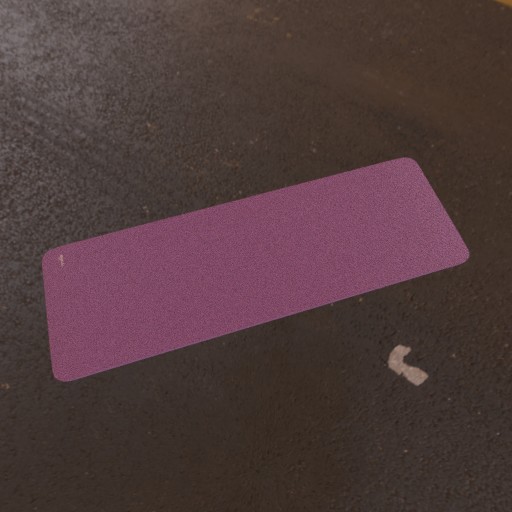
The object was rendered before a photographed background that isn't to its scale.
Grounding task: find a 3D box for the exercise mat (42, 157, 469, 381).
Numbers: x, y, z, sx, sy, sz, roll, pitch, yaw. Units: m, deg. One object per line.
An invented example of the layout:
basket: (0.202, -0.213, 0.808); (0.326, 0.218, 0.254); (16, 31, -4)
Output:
exercise mat: (0.000, 0.000, 2.009); (1.869, 0.021, 0.616); (-16, 65, -7)
